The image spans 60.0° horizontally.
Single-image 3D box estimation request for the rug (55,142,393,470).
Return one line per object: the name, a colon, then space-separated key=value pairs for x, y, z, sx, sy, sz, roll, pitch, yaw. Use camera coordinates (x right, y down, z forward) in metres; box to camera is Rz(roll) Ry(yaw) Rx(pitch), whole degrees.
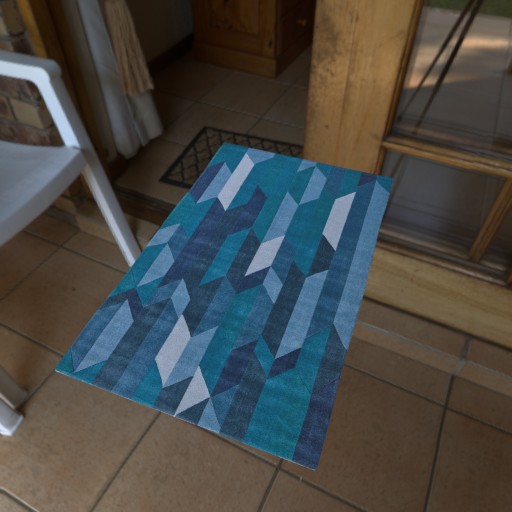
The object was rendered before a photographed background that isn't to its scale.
rug: x=0.000 y=0.000 z=3.073 sx=1.528 sy=0.005 sz=2.420 roll=15 pitch=49 yaw=14
